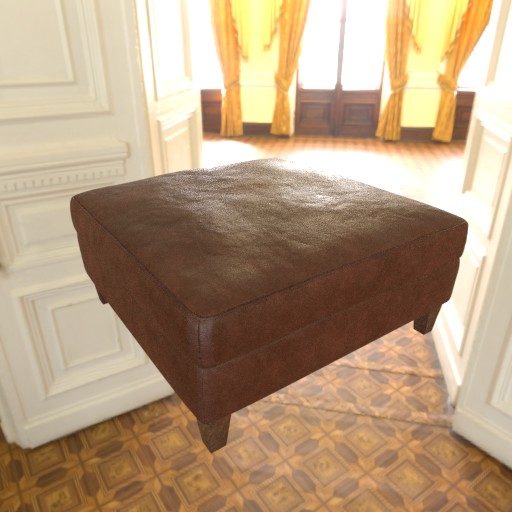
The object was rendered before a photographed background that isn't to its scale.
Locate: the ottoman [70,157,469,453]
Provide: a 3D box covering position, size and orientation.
[{"bbox_3d":[0.000,0.000,1.311,0.844,0.415,0.836,-17,31,-31],"label":"ottoman"}]
